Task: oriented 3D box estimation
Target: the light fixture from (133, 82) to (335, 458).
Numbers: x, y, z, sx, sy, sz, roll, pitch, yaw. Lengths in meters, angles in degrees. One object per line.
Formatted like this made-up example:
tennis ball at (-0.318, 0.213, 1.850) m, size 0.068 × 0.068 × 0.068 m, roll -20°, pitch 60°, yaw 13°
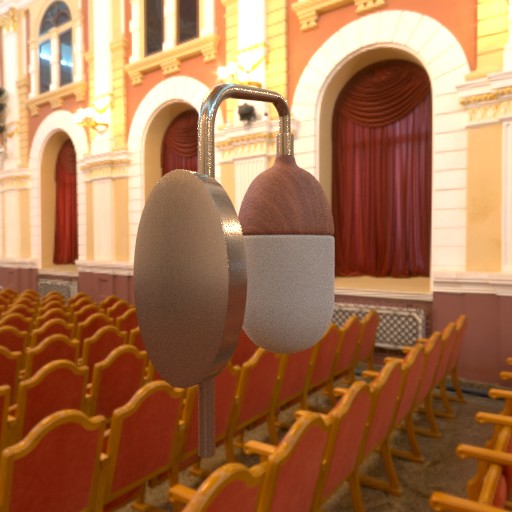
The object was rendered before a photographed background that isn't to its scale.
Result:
light fixture at (0.000, 0.000, 0.442) m, size 0.108 × 0.343 × 0.216 m, roll 1°, pitch 1°, yaw 36°
